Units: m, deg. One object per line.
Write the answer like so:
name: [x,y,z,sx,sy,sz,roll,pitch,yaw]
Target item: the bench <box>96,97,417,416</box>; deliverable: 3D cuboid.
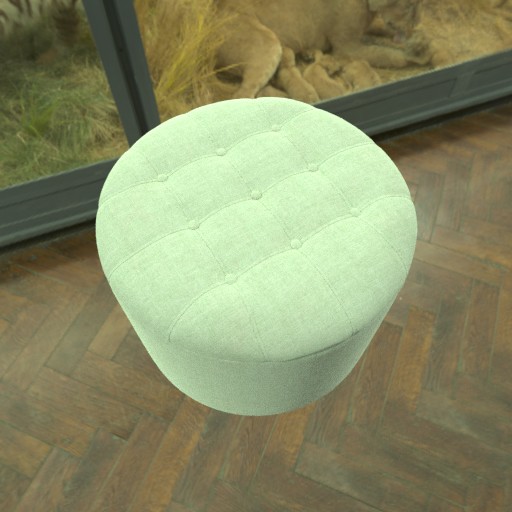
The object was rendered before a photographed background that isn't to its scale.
bench: [0.000,0.000,0.984,0.600,0.453,0.600,0,58,0]
